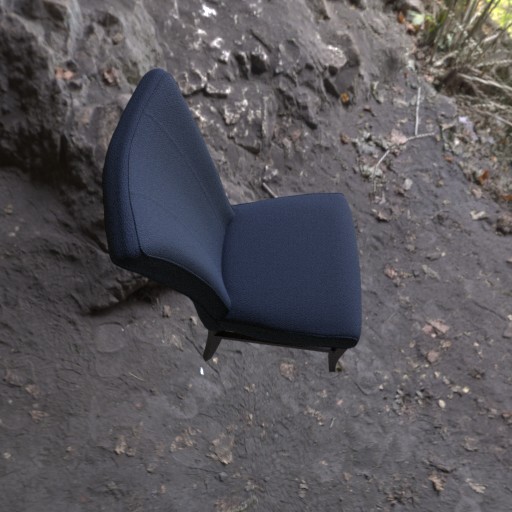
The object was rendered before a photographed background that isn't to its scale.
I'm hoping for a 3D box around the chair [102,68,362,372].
[{"bbox_3d":[0.000,0.000,1.369,0.660,0.991,0.520,1,63,0],"label":"chair"}]
